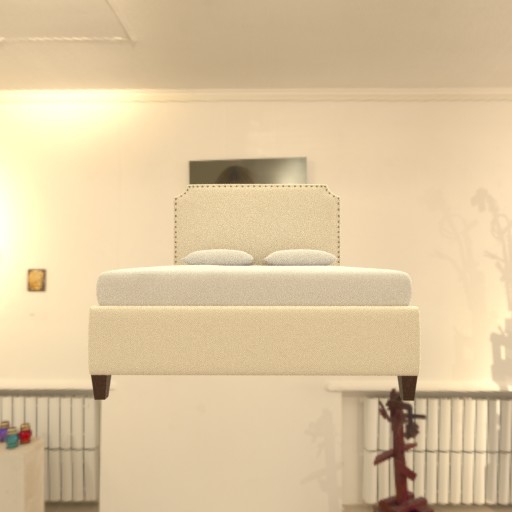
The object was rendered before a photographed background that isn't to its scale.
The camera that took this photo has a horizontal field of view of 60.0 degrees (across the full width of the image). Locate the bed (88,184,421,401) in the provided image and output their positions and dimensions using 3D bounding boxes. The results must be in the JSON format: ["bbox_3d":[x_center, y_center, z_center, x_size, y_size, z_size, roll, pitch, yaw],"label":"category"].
[{"bbox_3d":[0.000,0.000,3.410,1.712,1.497,2.372,0,-1,1],"label":"bed"}]
